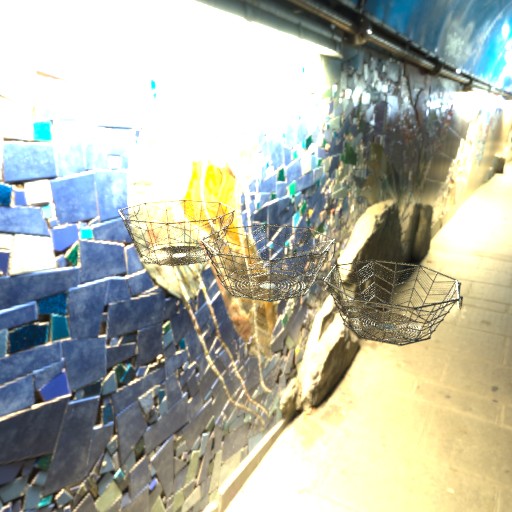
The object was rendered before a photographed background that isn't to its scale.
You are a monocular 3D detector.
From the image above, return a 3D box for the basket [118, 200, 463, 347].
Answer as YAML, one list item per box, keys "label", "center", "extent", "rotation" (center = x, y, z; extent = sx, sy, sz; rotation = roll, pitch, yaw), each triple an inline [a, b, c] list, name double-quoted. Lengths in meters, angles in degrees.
- label: "basket"
  center: [0.000, 0.000, 1.389]
  extent: [1.246, 0.178, 0.432]
  rotation: [16, 23, 42]
